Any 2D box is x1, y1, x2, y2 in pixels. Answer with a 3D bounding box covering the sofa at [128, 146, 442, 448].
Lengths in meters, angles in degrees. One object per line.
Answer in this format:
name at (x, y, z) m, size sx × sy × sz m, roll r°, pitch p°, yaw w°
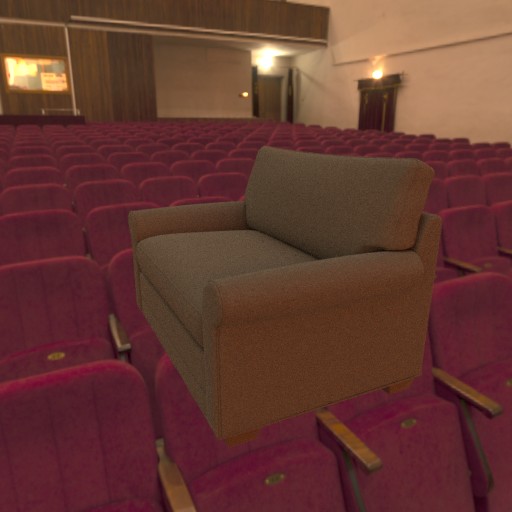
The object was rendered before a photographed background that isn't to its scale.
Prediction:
sofa at (0.000, 0.000, 2.088) m, size 0.940 × 0.953 × 1.410 m, roll -8°, pitch 18°, yaw -25°
